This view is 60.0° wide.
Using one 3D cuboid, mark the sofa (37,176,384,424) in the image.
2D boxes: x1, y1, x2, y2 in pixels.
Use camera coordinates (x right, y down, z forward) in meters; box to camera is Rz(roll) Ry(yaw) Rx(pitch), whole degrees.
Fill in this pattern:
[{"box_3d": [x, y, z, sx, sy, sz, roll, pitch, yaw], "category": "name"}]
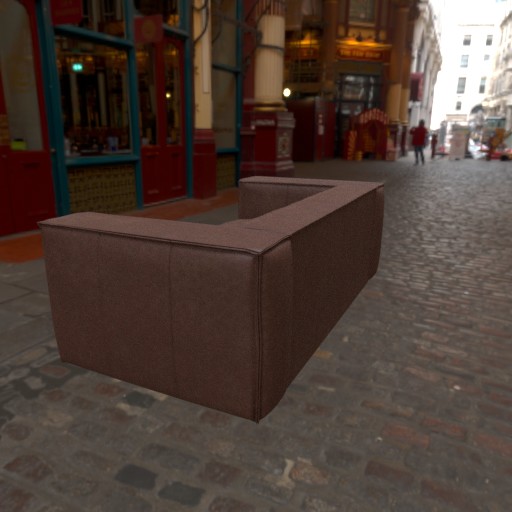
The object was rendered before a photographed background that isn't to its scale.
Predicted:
[{"box_3d": [0.000, 0.000, 2.594, 1.102, 0.703, 2.088, 8, 18, 25], "category": "sofa"}]
